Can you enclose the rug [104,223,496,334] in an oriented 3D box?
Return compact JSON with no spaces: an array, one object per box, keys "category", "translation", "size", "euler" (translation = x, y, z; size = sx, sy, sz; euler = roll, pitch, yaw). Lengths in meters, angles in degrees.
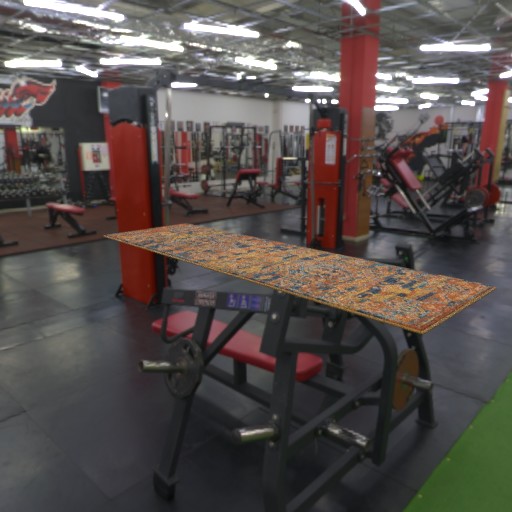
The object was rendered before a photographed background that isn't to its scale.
[{"category":"rug","translation":[0.000,0.000,1.976],"size":[0.556,0.013,1.820],"euler":[-13,19,-43]}]
